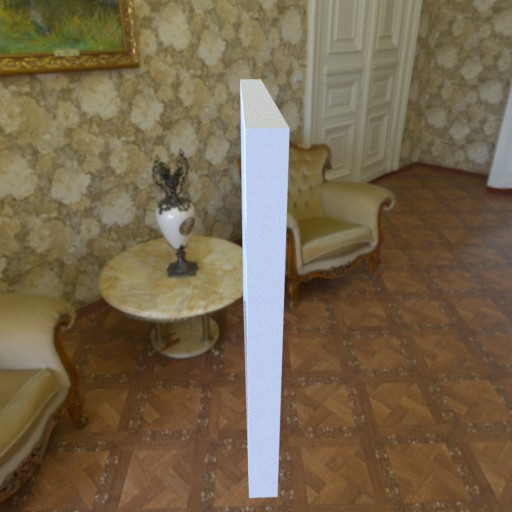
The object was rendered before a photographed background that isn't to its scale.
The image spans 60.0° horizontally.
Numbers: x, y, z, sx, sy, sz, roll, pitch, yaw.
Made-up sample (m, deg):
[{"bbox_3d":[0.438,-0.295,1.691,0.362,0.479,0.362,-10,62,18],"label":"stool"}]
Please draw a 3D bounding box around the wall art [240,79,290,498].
[{"bbox_3d":[0.000,0.000,0.443,0.024,0.304,0.304,-1,26,-2],"label":"wall art"}]
